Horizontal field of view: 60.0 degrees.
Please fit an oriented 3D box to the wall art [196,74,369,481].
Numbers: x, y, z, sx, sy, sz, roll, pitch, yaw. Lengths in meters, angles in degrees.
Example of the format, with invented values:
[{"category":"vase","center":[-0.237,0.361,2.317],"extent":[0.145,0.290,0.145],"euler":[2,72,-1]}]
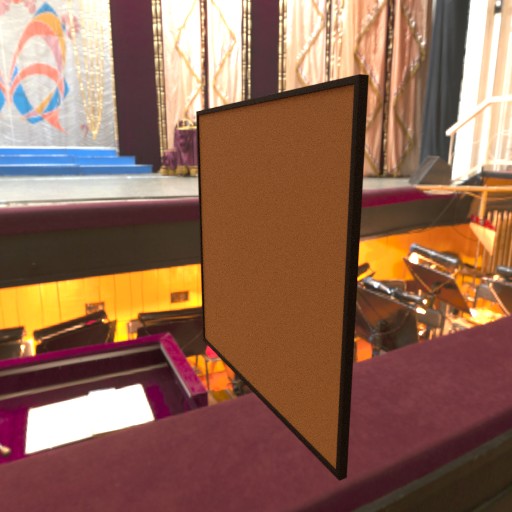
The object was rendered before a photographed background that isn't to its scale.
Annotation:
[{"category":"wall art","center":[0.000,0.000,0.680],"extent":[0.013,0.457,0.458],"euler":[-7,15,-27]}]
